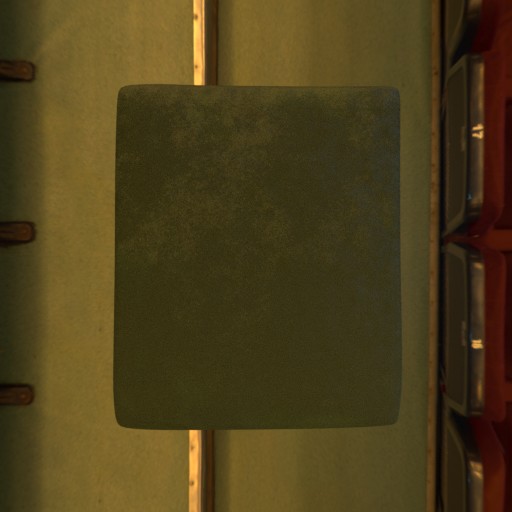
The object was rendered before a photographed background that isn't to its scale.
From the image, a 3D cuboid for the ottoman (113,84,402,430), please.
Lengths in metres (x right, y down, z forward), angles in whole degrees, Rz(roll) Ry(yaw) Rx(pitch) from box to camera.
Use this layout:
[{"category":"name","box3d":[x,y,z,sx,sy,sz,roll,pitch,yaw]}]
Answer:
[{"category":"ottoman","box3d":[0.000,0.000,1.272,0.701,0.538,0.839,0,90,-2]}]
